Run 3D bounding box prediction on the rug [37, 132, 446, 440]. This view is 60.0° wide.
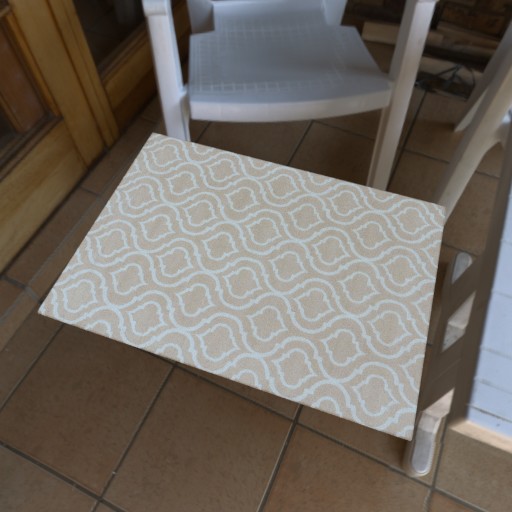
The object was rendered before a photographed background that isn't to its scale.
[{"bbox_3d":[0.000,0.000,2.729,2.134,0.010,1.524,16,60,10],"label":"rug"}]
